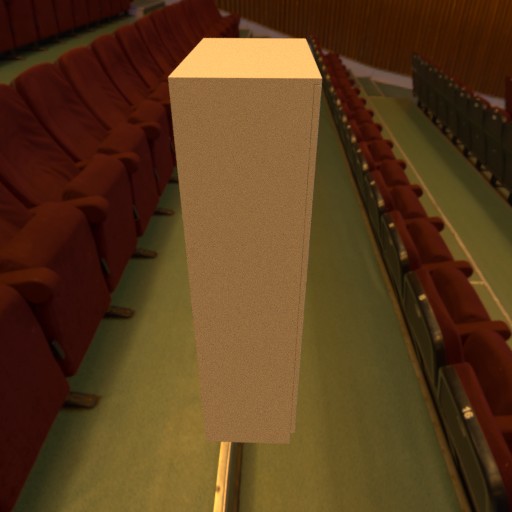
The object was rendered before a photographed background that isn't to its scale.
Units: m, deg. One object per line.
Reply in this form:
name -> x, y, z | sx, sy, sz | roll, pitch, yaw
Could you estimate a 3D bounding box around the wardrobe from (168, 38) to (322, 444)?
wardrobe -> 0.000, 0.000, 2.025 | 0.470, 1.700, 0.760 | 1, 34, 2
